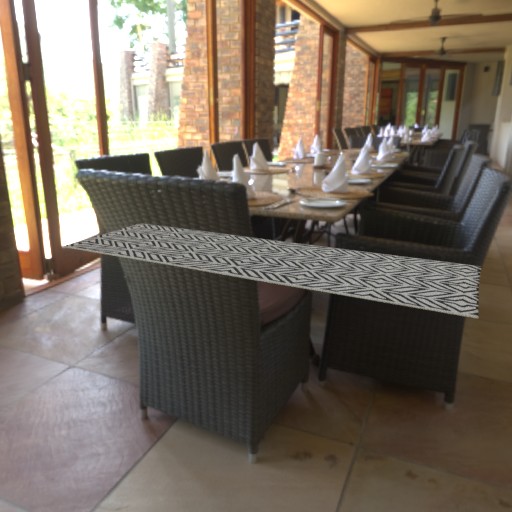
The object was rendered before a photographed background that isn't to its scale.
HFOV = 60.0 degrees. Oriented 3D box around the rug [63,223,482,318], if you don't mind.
[{"bbox_3d":[0.000,0.000,2.672,2.435,0.009,0.750,8,19,25],"label":"rug"}]
